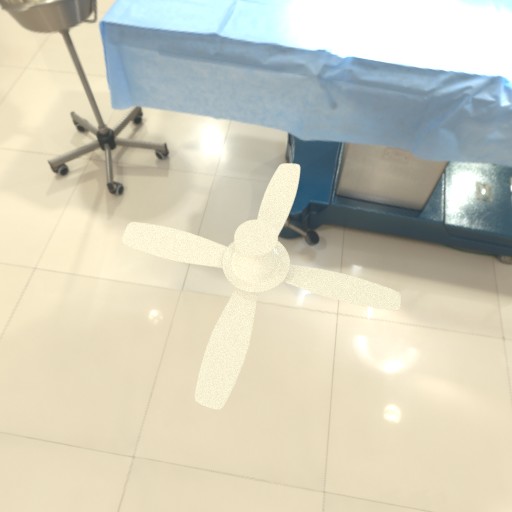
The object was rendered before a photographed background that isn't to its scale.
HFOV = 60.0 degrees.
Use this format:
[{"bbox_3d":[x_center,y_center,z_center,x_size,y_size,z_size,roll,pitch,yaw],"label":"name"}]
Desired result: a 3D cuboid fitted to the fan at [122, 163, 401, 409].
[{"bbox_3d":[0.000,0.000,2.529,1.694,0.382,1.693,14,59,9],"label":"fan"}]
